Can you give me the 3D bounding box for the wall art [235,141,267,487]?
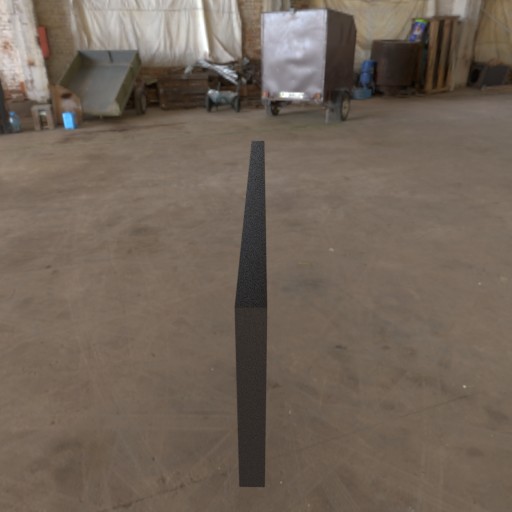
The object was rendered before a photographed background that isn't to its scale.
[{"bbox_3d":[0.000,0.000,0.946,0.037,0.303,0.860,0,27,1],"label":"wall art"}]
